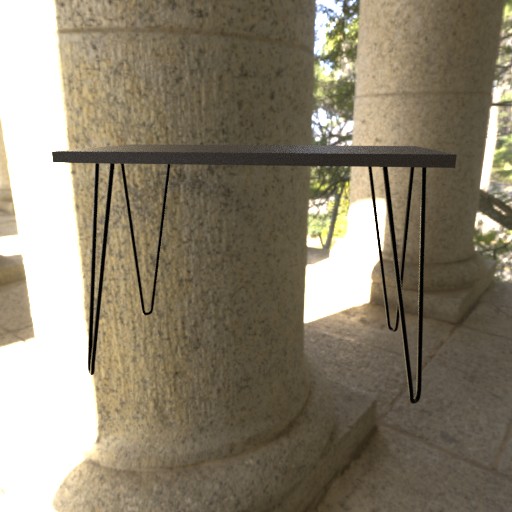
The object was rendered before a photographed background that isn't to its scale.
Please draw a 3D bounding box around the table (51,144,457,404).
[{"bbox_3d":[0.000,0.000,1.397,0.991,0.660,0.499,2,16,8],"label":"table"}]
